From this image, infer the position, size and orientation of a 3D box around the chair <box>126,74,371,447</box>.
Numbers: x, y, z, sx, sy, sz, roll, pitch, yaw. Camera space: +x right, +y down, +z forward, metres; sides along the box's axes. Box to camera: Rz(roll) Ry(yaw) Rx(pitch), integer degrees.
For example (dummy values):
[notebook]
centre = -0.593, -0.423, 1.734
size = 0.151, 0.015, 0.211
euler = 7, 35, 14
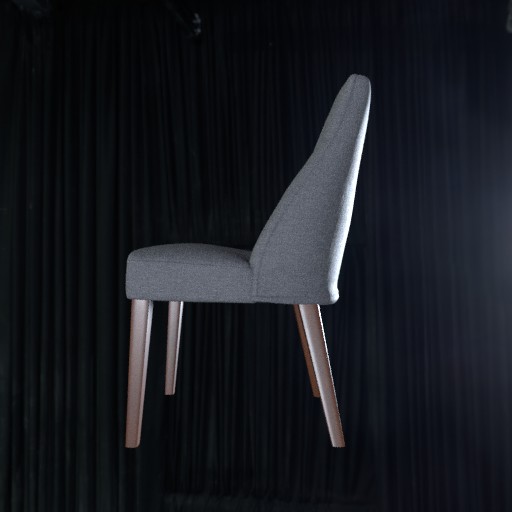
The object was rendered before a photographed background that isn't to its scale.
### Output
[chair]
centre = 0.000, 0.000, 1.290
size = 0.620, 0.930, 0.500
euler = 0, -1, 1
